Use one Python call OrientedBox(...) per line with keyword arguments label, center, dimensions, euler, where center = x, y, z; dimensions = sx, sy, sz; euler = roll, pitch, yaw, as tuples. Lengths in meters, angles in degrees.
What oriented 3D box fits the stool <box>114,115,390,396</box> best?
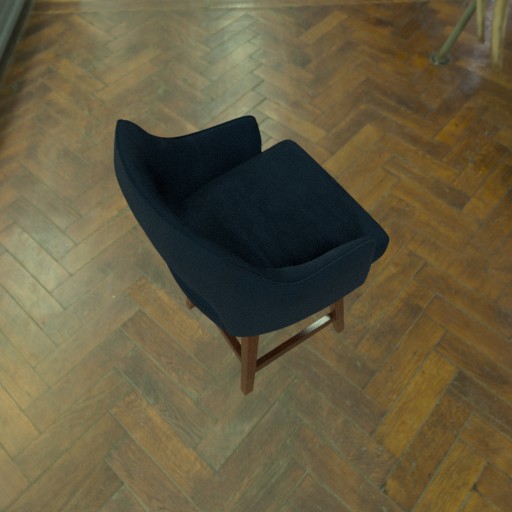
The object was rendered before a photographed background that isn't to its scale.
OrientedBox(label="stool", center=(0.000, 0.000, 1.287), dimensions=(0.560, 0.940, 0.550), euler=(-29, 62, -17))
